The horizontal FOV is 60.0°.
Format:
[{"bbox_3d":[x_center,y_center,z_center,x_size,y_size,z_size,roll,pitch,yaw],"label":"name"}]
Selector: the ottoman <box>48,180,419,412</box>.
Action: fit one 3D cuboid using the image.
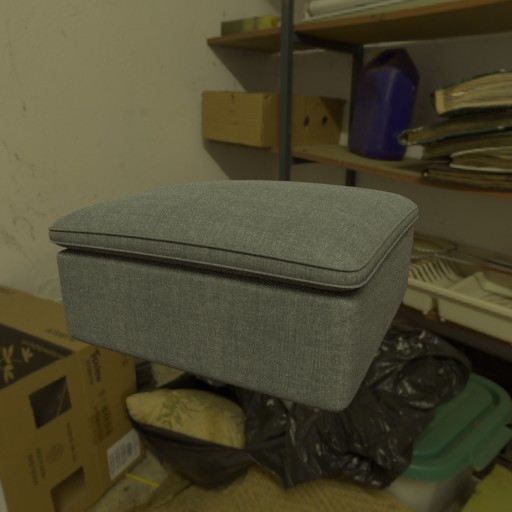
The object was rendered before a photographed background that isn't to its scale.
[{"bbox_3d":[0.000,0.000,1.728,1.067,0.559,1.067,8,18,26],"label":"ottoman"}]
